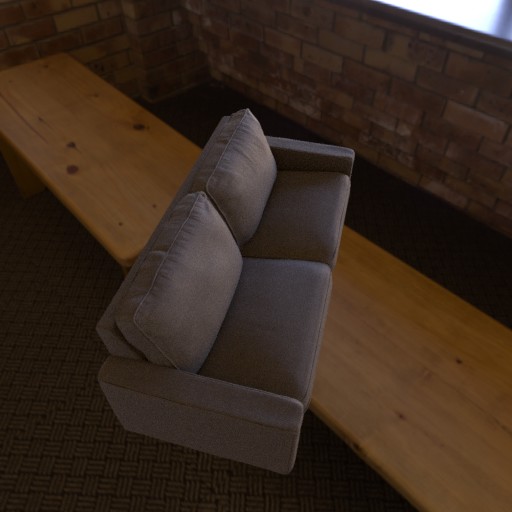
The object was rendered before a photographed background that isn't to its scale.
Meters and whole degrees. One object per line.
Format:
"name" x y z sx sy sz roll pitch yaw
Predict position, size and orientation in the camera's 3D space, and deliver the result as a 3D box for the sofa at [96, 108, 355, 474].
"sofa" 0.000 0.000 2.621 0.940 0.919 2.080 11 48 10
